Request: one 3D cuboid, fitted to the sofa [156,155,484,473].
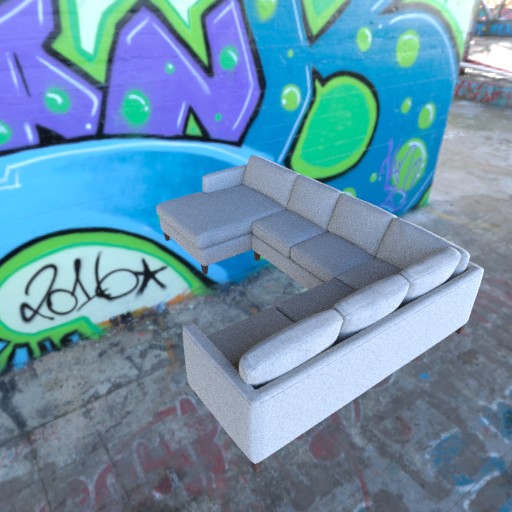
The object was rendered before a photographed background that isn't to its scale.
[{"bbox_3d":[0.000,0.000,4.601,2.593,0.959,3.460,-21,37,-30],"label":"sofa"}]
